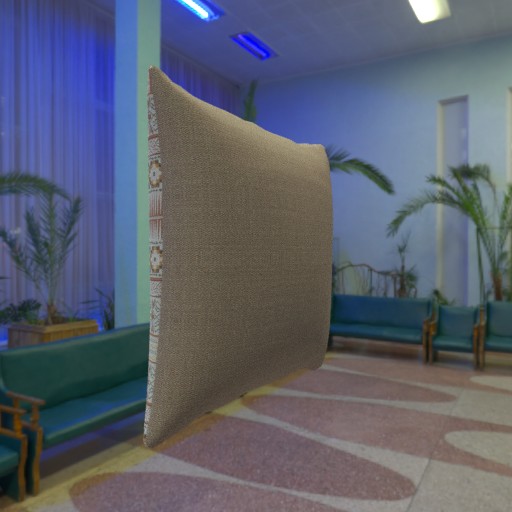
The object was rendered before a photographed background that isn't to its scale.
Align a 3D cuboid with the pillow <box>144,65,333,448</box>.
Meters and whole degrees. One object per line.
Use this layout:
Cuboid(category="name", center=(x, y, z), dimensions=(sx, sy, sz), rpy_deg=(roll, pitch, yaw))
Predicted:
Cuboid(category="pillow", center=(0.000, 0.000, 0.807), dimensions=(0.215, 0.519, 0.521), rpy_deg=(0, 0, 35))
